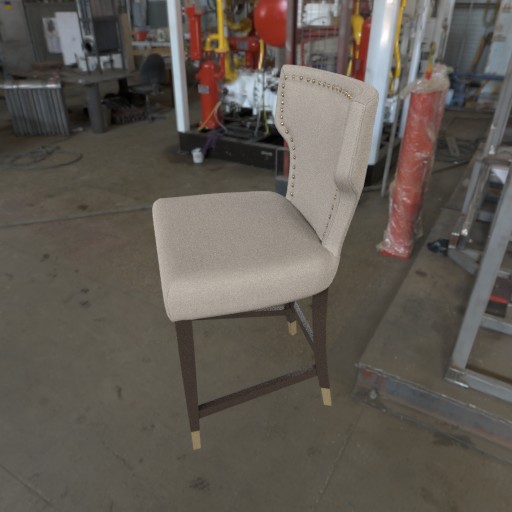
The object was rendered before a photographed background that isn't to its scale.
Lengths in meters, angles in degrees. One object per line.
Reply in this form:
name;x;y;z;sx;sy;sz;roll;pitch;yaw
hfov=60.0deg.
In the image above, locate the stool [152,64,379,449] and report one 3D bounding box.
stool;0.000;0.000;1.315;0.563;0.982;0.527;-8;32;-12
